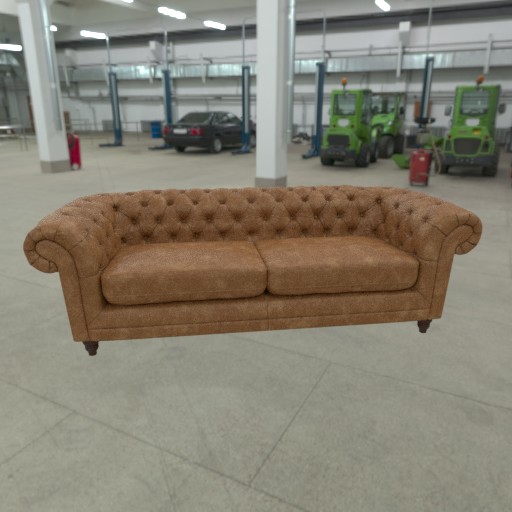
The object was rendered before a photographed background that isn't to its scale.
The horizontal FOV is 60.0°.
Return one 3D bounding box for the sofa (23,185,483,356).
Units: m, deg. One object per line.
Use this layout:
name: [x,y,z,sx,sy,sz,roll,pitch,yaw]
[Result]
sofa: [0.000,0.000,2.766,2.365,0.760,0.989,-2,19,-7]
